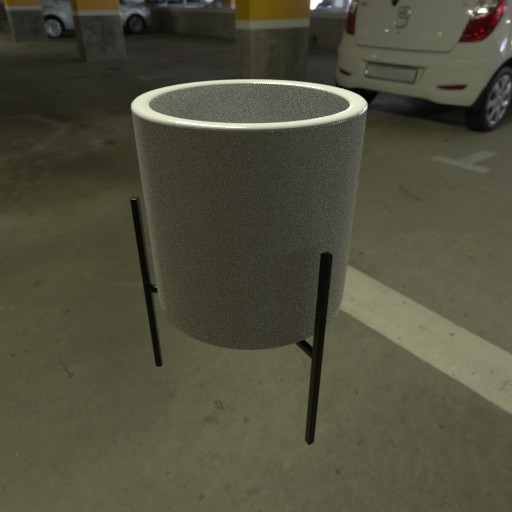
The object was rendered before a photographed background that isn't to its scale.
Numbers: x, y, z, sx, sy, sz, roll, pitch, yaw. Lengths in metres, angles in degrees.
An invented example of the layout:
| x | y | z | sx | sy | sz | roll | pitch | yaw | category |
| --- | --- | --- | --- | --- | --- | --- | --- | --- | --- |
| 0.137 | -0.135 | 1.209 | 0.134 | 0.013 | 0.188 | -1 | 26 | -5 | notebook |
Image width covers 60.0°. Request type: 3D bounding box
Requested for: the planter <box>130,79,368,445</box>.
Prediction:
| x | y | z | sx | sy | sz | roll | pitch | yaw | category |
| --- | --- | --- | --- | --- | --- | --- | --- | --- | --- |
| 0.000 | 0.000 | 0.514 | 0.239 | 0.356 | 0.239 | 19 | 35 | 29 | planter |
